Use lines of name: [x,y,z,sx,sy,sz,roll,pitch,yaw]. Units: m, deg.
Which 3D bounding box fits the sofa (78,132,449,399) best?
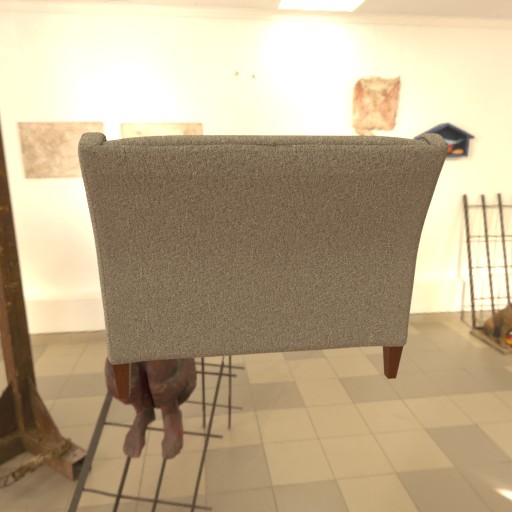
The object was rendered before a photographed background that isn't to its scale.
sofa: [0.000,0.000,1.944,1.242,1.026,0.862,-2,14,-8]
